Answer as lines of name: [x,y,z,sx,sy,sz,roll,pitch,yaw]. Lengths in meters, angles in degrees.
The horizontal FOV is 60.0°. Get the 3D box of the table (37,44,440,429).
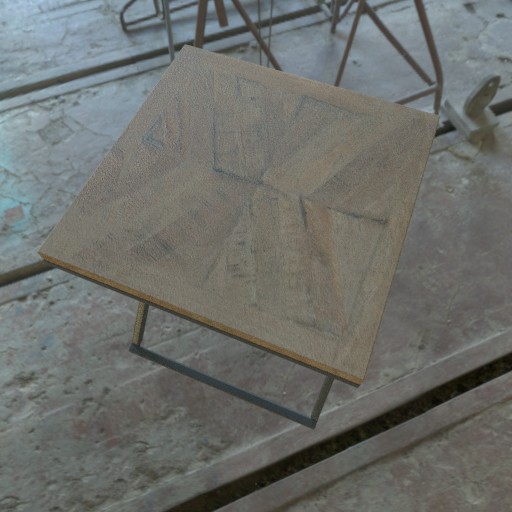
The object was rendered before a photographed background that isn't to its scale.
table: [0.000,0.000,0.957,0.499,0.550,0.498,20,65,10]
